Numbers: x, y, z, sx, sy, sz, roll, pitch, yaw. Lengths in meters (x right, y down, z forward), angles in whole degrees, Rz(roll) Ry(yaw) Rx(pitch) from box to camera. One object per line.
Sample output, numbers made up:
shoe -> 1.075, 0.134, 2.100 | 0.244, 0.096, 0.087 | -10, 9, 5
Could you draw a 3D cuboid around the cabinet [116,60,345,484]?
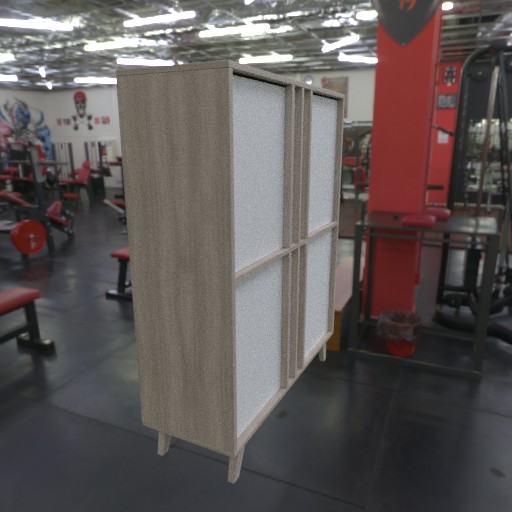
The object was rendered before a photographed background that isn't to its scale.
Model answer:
cabinet -> 0.000, 0.000, 1.918 | 0.398, 1.388, 1.111 | 7, 17, 26
